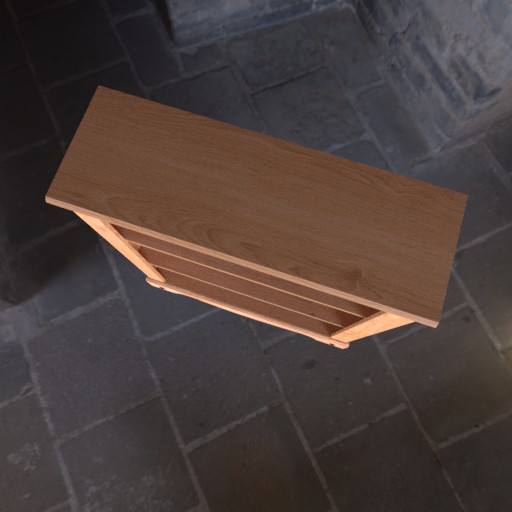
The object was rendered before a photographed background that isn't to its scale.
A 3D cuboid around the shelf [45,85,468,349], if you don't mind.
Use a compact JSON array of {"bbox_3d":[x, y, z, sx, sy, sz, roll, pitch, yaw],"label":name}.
[{"bbox_3d":[0.000,0.000,1.402,0.840,0.980,0.291,18,76,4],"label":"shelf"}]
